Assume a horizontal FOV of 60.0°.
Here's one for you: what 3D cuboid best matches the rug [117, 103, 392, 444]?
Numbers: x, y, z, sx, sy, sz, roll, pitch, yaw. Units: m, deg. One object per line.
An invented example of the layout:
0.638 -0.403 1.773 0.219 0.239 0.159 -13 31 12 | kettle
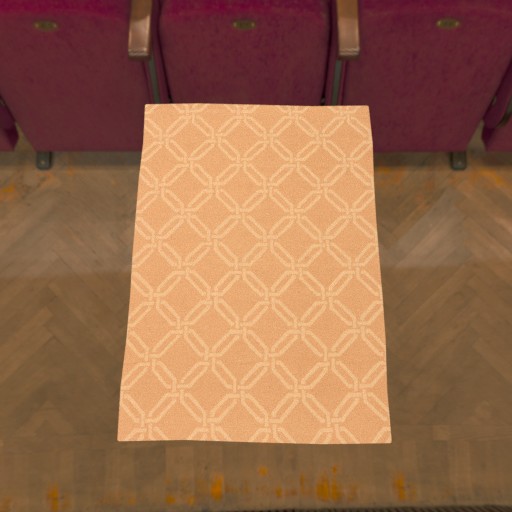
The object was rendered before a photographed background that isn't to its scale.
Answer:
0.000 0.000 2.714 1.524 0.013 2.135 0 75 0 | rug
